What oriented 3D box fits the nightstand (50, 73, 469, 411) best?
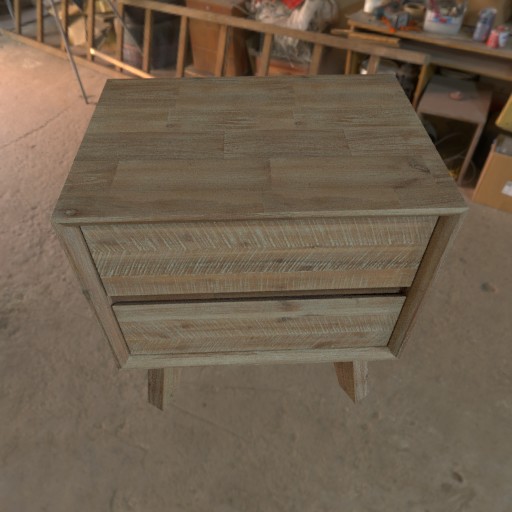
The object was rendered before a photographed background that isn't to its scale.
[{"bbox_3d":[0.000,0.000,0.931,0.552,0.589,0.396,-2,47,-2],"label":"nightstand"}]
